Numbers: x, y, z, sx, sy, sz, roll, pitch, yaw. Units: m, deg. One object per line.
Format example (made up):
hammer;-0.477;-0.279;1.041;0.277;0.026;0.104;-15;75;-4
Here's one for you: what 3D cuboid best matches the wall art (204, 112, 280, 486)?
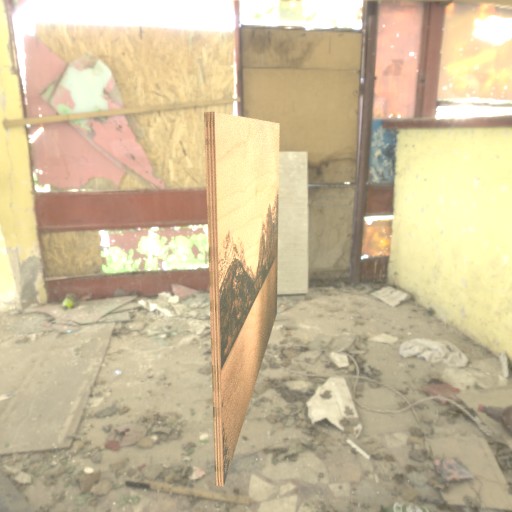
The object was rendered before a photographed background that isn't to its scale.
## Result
wall art;0.000;0.000;0.694;0.010;0.408;0.508;3;16;9
